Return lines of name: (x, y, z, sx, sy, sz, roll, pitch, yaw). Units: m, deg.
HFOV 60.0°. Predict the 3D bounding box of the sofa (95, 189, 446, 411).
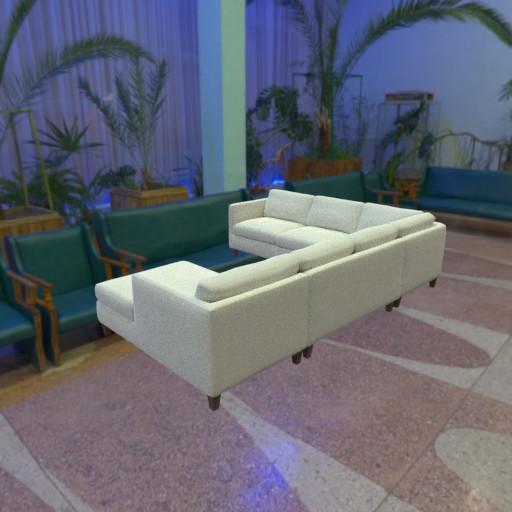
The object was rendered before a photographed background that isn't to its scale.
sofa: (0.000, 0.000, 4.545, 3.238, 0.853, 2.551, -16, 23, -42)
